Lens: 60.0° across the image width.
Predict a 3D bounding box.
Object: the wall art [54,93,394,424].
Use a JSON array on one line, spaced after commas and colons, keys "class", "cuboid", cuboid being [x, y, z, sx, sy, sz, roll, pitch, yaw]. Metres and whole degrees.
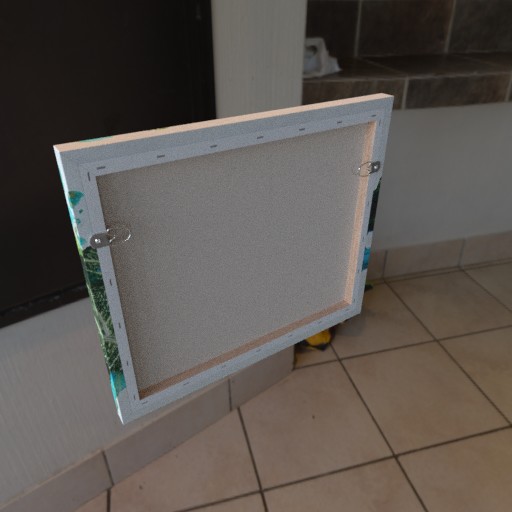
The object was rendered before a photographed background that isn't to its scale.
[{"class": "wall art", "cuboid": [0.000, 0.000, 0.985, 0.711, 0.610, 0.043, -19, 36, -28]}]
